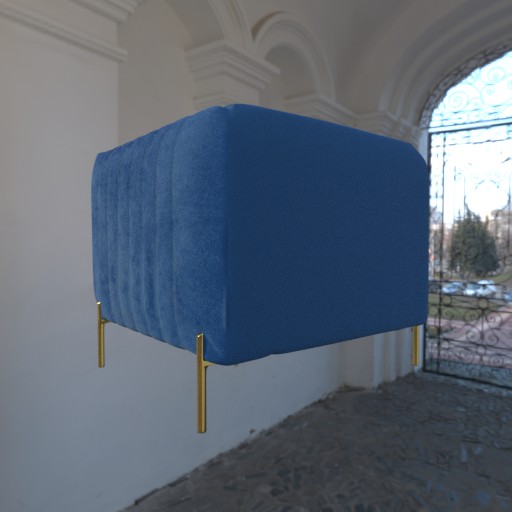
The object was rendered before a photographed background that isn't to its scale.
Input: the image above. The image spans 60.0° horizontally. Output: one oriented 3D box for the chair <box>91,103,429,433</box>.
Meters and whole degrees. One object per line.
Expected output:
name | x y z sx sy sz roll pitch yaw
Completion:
chair | 0.000 0.000 1.599 0.947 0.793 0.877 -2 2 -38
